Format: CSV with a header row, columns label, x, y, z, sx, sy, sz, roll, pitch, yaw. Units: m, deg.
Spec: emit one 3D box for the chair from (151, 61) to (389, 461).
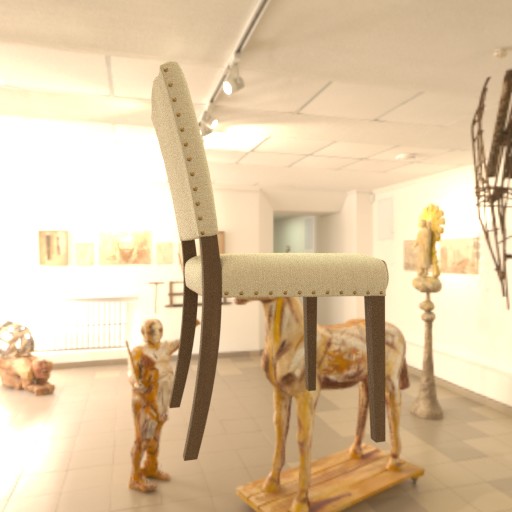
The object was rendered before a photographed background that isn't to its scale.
label,x,y,z,sx,sy,sz,roll,pitch,yaw
chair,0.000,0.000,1.365,0.619,1.015,0.508,0,1,-16
